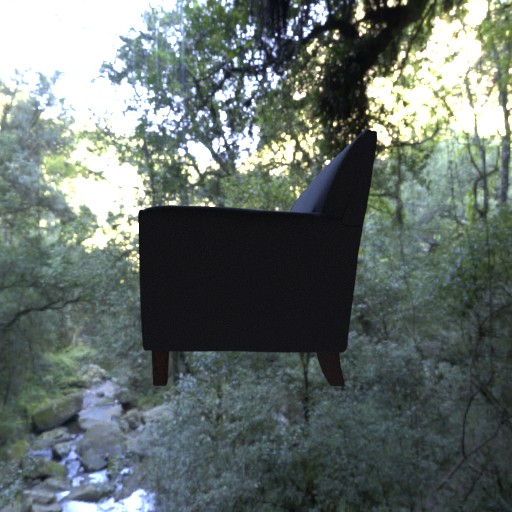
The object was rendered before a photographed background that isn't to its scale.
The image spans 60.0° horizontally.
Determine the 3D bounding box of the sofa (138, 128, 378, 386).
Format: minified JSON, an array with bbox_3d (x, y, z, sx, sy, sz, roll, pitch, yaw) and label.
[{"bbox_3d":[0.000,0.000,2.488,0.843,0.907,2.002,0,1,0],"label":"sofa"}]
